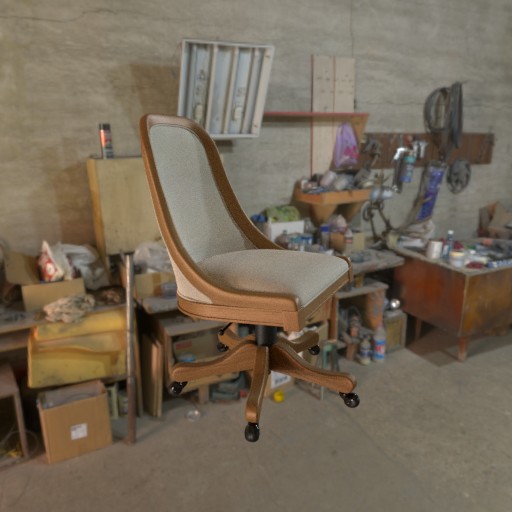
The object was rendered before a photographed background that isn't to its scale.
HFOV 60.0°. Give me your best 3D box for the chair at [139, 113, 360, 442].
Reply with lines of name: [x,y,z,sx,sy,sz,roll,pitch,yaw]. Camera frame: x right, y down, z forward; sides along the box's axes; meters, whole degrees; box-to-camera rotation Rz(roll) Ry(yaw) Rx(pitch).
chair: [0.000,0.000,1.612,0.811,1.009,0.702,7,15,26]
